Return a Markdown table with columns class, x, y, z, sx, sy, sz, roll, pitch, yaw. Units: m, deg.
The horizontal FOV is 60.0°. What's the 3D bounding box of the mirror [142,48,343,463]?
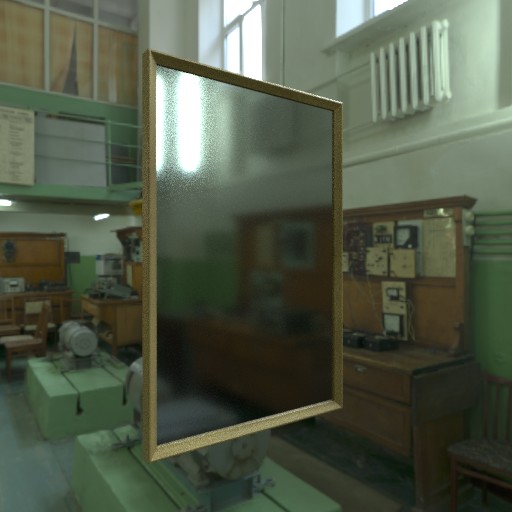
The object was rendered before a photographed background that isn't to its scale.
| class | x | y | z | sx | sy | sz | roll | pitch | yaw |
| --- | --- | --- | --- | --- | --- | --- | --- | --- | --- |
| mirror | 0.000 | 0.000 | 1.168 | 0.609 | 0.915 | 0.041 | 0 | 0 | -35 |
